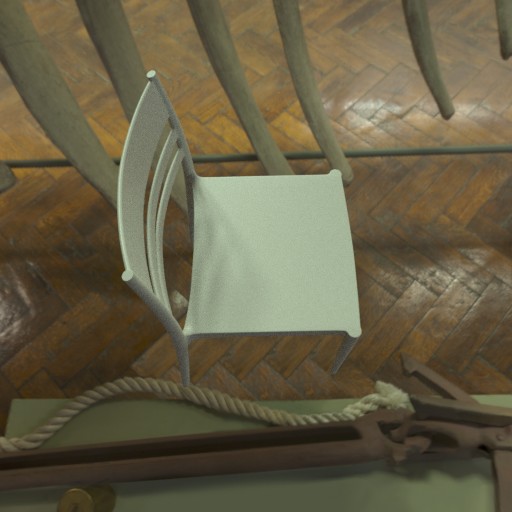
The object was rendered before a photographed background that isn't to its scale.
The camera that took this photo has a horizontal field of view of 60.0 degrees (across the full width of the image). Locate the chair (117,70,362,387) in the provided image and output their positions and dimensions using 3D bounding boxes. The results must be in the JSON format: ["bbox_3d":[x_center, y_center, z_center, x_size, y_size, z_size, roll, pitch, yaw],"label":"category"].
[{"bbox_3d":[0.000,0.000,1.169,0.511,0.800,0.531,-1,64,0],"label":"chair"}]
